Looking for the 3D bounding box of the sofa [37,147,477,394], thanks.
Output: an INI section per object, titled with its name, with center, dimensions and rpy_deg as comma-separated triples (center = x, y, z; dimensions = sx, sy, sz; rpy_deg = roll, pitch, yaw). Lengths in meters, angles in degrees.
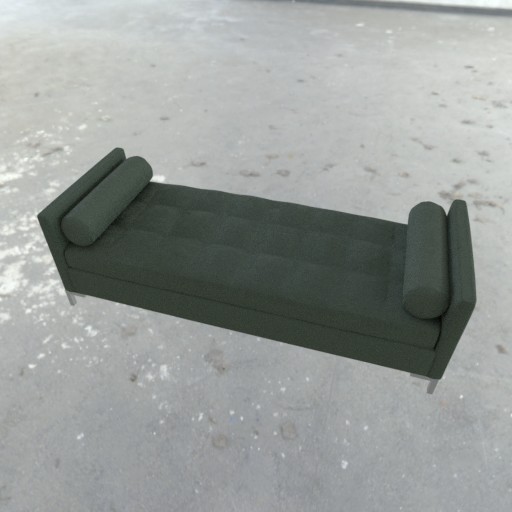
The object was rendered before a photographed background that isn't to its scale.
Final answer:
[sofa]
center = 0.000, 0.000, 2.477
dimensions = 2.102, 0.657, 0.797
rpy_deg = 11, 42, 13
